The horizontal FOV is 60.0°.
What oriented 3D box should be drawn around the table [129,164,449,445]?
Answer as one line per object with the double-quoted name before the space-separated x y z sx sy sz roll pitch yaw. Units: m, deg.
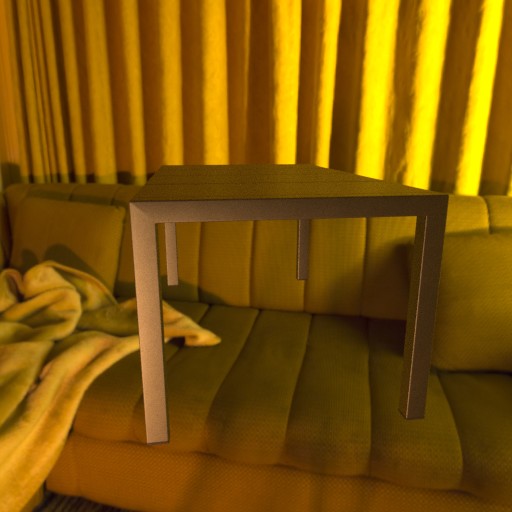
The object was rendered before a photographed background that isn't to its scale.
"table" 0.000 0.000 1.272 0.559 0.460 0.965 -2 15 -8
